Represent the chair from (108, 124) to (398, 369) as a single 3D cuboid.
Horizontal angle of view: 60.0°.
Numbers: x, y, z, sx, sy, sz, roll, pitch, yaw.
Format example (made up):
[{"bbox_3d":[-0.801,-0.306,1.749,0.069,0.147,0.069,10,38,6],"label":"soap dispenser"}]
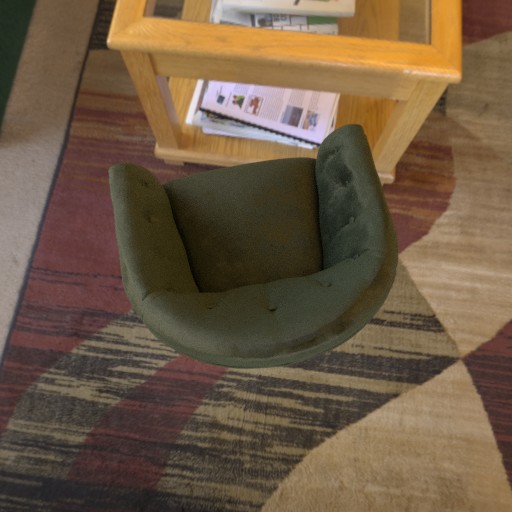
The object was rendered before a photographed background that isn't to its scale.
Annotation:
[{"bbox_3d":[0.000,0.000,1.533,0.851,0.885,0.776,-10,75,-3],"label":"chair"}]
